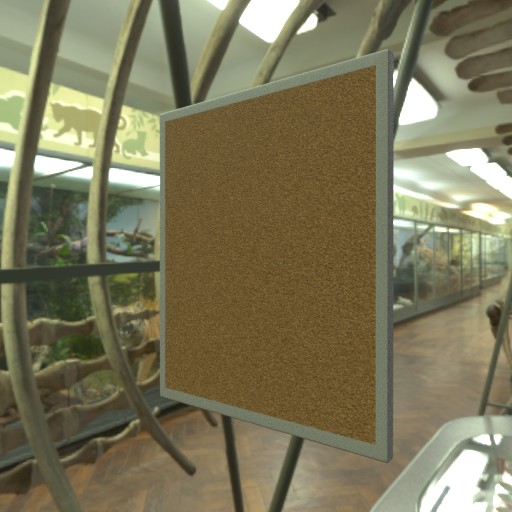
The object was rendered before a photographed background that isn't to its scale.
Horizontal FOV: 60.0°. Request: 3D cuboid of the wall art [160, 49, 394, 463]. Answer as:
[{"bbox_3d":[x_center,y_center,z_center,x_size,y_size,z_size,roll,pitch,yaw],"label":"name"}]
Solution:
[{"bbox_3d":[0.000,0.000,0.715,0.444,0.536,0.020,0,0,37],"label":"wall art"}]
